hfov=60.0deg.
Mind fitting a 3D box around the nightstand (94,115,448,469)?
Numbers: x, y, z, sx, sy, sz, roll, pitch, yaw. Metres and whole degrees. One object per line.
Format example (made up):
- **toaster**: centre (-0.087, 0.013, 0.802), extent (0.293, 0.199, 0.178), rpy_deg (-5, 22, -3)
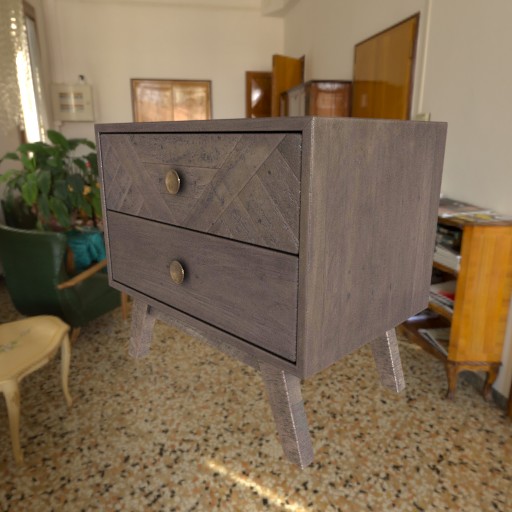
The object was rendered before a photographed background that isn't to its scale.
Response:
- **nightstand**: centre (0.000, 0.000, 1.042), extent (0.450, 0.599, 0.650), rpy_deg (-15, 21, -43)
